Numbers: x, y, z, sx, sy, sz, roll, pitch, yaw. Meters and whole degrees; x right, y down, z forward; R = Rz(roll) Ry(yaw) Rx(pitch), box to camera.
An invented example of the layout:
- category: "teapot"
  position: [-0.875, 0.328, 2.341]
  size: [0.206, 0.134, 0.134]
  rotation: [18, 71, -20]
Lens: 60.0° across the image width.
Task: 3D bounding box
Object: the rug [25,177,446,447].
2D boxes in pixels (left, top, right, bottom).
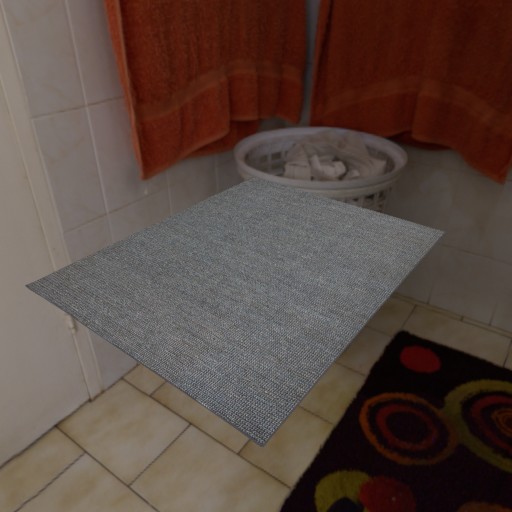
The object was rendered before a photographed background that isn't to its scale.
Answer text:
- category: "rug"
  position: [0.000, 0.000, 4.048]
  size: [2.456, 0.021, 3.068]
  rotation: [22, 38, 31]
